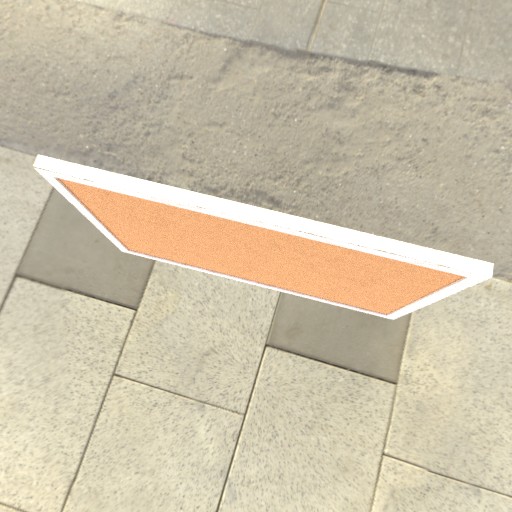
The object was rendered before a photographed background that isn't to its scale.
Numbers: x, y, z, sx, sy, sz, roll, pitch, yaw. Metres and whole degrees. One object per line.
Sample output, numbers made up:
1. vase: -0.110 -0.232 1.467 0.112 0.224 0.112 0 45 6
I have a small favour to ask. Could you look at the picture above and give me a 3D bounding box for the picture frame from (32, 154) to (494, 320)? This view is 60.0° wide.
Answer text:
1. picture frame: 0.000 0.000 1.201 0.950 0.640 0.029 14 75 4
